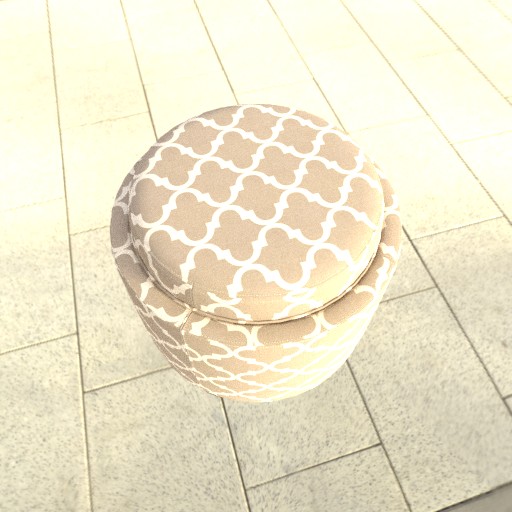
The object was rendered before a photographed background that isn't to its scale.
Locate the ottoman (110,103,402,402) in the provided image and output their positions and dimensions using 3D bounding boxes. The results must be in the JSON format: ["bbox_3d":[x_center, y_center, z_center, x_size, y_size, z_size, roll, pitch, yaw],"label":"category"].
[{"bbox_3d":[0.000,0.000,0.844,0.480,0.429,0.480,0,58,0],"label":"ottoman"}]
